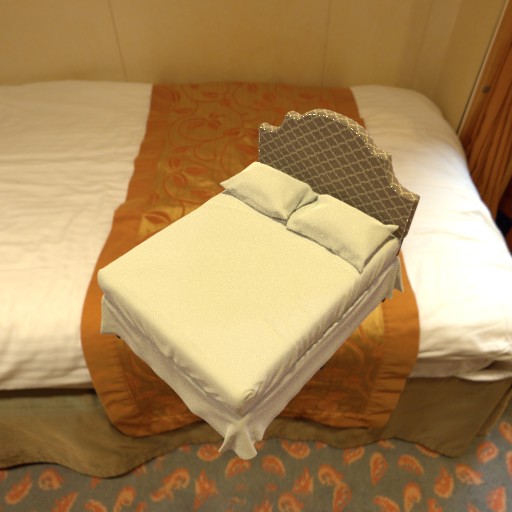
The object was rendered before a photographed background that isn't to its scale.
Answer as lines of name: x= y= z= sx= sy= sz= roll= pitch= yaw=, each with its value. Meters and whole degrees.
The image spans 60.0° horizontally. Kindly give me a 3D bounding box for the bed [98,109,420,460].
bed: x=0.000 y=0.000 z=3.492 sx=1.780 sy=1.633 sz=2.222 roll=34 pitch=55 yaw=28
